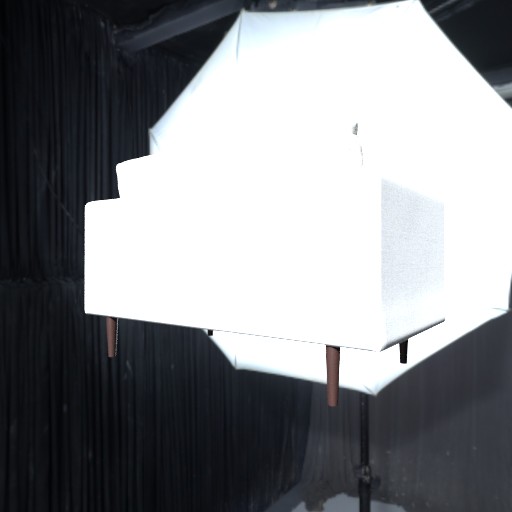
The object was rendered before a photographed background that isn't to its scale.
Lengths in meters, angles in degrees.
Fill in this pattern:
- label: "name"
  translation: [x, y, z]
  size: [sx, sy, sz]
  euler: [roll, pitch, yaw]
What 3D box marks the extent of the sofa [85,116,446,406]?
- label: "sofa"
  translation: [0.000, 0.000, 1.965]
  size: [1.430, 0.908, 0.796]
  euler: [0, 0, 36]
